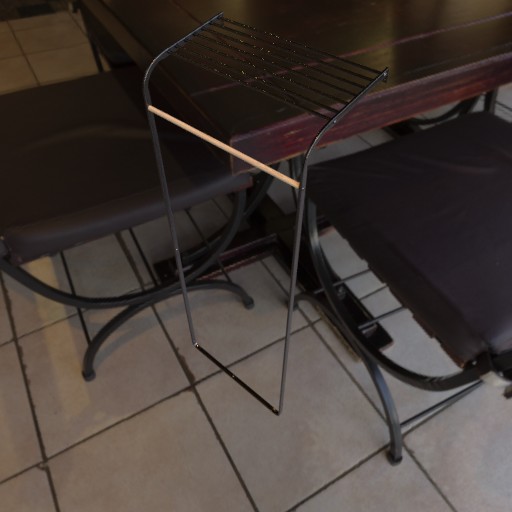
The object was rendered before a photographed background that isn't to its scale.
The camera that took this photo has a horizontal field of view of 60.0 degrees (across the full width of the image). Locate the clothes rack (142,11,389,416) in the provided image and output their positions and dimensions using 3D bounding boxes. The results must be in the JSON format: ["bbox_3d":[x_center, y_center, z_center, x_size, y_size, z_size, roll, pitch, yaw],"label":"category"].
[{"bbox_3d":[0.000,0.000,1.760,0.609,1.574,0.349,33,55,27],"label":"clothes rack"}]
